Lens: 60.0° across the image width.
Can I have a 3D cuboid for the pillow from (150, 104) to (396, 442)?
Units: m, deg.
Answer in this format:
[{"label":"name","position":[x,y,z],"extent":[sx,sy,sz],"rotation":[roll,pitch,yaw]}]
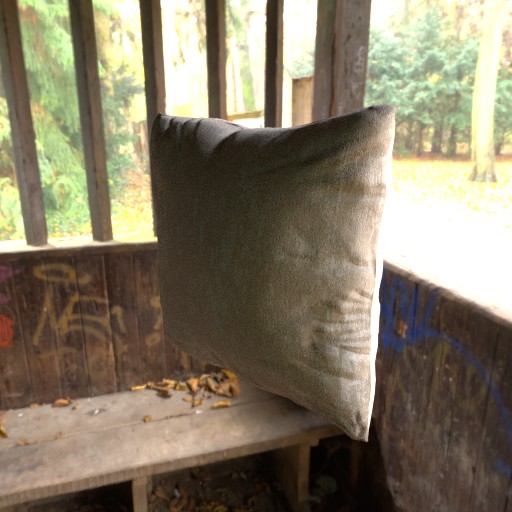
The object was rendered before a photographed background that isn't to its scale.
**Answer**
[{"label":"pillow","position":[0.000,0.000,0.709],"extent":[0.450,0.448,0.245],"rotation":[16,23,42]}]
